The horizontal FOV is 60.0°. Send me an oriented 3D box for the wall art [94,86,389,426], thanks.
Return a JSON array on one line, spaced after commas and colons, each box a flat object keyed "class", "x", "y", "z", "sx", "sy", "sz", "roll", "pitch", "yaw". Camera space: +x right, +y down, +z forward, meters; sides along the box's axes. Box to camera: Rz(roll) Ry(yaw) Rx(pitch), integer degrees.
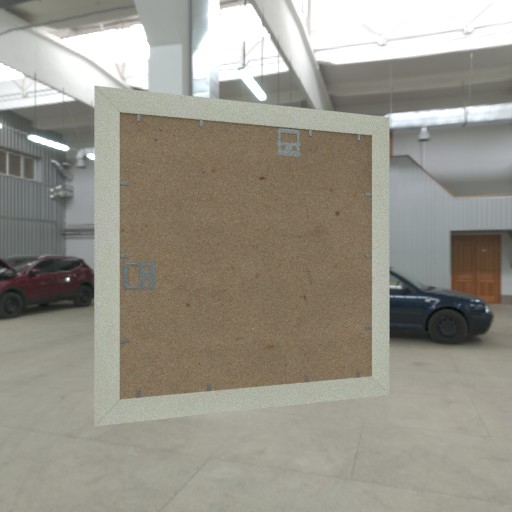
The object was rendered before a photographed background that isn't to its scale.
[{"class": "wall art", "x": 0.000, "y": 0.000, "z": 0.855, "sx": 0.584, "sy": 0.584, "sz": 0.013, "roll": 0, "pitch": 0, "yaw": -17}]
